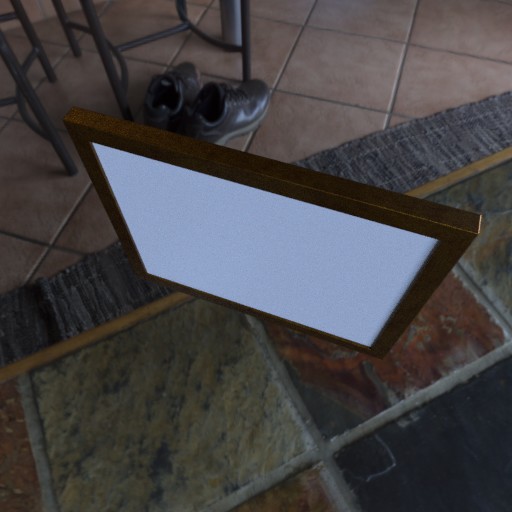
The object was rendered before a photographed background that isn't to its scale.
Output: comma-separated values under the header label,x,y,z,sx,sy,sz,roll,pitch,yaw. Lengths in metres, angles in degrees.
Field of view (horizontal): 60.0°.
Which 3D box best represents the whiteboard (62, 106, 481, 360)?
label,x,y,z,sx,sy,sz,roll,pitch,yaw
whiteboard,0.000,0.000,0.766,0.561,0.457,0.029,17,60,10
